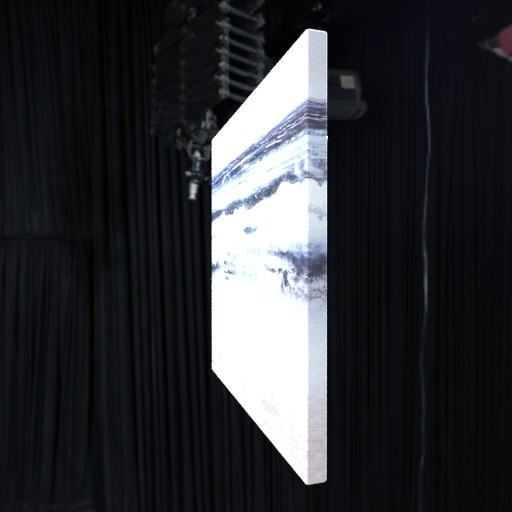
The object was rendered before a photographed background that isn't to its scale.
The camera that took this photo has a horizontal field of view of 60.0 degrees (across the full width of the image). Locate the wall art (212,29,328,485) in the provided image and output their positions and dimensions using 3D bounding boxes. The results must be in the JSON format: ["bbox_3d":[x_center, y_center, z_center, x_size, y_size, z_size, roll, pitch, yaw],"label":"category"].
[{"bbox_3d":[0.000,0.000,1.092,0.065,0.747,0.755,0,0,-17],"label":"wall art"}]
